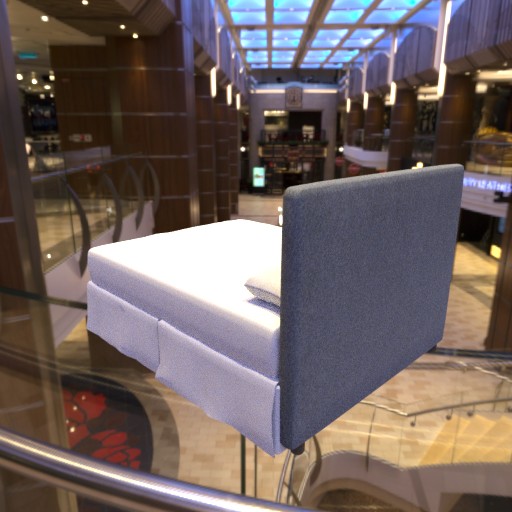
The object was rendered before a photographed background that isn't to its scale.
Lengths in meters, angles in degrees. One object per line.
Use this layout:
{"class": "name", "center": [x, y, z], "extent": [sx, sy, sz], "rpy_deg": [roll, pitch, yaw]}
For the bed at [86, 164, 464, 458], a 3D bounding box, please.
{"class": "bed", "center": [0.000, 0.000, 3.170], "extent": [1.723, 1.330, 2.142], "rpy_deg": [-15, 22, -42]}
